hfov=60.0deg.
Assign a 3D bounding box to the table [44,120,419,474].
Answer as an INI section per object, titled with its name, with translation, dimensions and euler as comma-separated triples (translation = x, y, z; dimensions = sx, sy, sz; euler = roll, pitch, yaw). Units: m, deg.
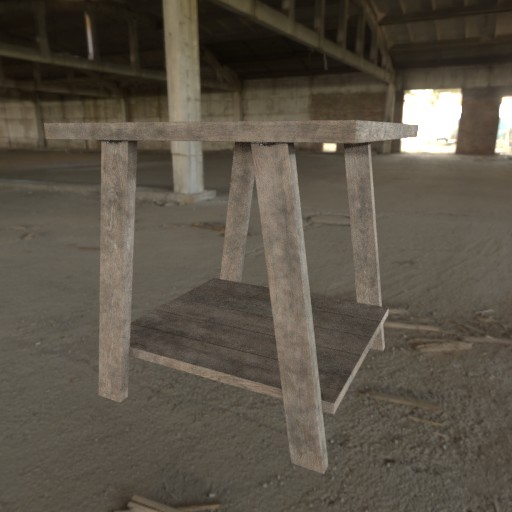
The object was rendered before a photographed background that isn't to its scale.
[table]
translation = 0.000, 0.000, 1.067
dimensions = 0.610, 0.610, 0.610
euler = 8, 18, 26
